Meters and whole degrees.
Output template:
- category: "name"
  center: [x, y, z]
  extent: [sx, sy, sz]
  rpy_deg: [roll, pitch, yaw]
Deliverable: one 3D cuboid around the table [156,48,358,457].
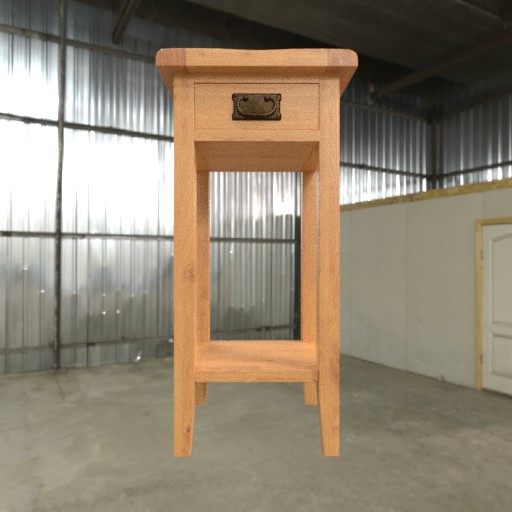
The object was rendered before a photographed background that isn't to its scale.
- category: "table"
  center: [0.000, 0.000, 0.969]
  extent: [0.360, 0.740, 0.360]
  rpy_deg: [0, 0, -1]
